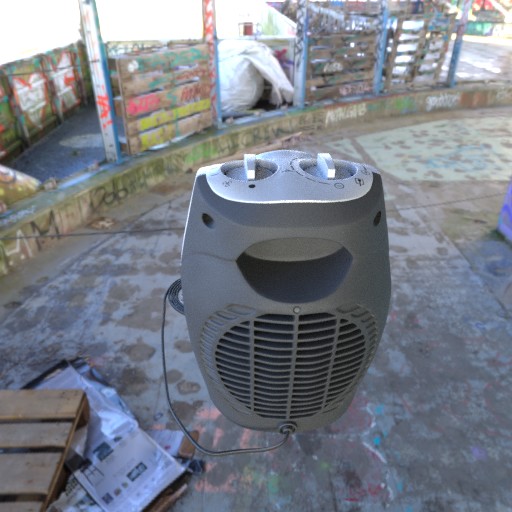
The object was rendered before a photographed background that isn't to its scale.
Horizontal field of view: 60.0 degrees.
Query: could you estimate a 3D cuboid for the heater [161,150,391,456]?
[{"bbox_3d":[0.000,0.000,0.456,0.239,0.240,0.291,-1,31,-2],"label":"heater"}]
